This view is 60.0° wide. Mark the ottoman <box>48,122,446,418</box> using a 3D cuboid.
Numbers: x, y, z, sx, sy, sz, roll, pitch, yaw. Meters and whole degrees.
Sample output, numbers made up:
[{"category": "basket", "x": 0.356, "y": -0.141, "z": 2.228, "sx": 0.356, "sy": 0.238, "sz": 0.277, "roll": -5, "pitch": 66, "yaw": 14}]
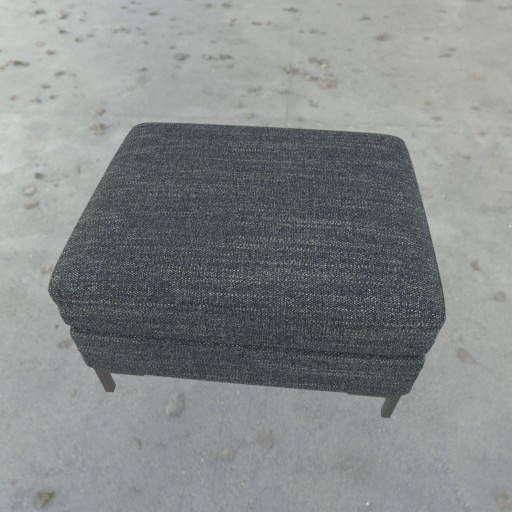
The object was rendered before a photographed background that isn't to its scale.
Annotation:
[{"category": "ottoman", "x": 0.000, "y": 0.000, "z": 1.214, "sx": 0.814, "sy": 0.491, "sz": 0.667, "roll": 4, "pitch": 47, "yaw": 4}]
